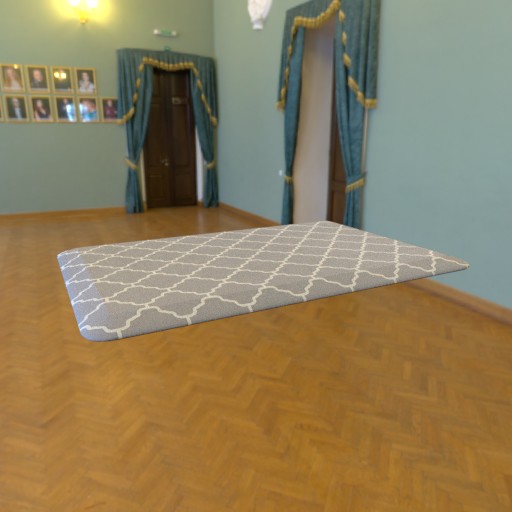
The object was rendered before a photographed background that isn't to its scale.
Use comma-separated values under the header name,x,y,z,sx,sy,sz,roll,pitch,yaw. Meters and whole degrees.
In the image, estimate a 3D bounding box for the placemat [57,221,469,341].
name,x,y,z,sx,sy,sz,roll,pitch,yaw
placemat,0.000,0.000,0.956,0.762,0.021,0.508,-8,18,-26
